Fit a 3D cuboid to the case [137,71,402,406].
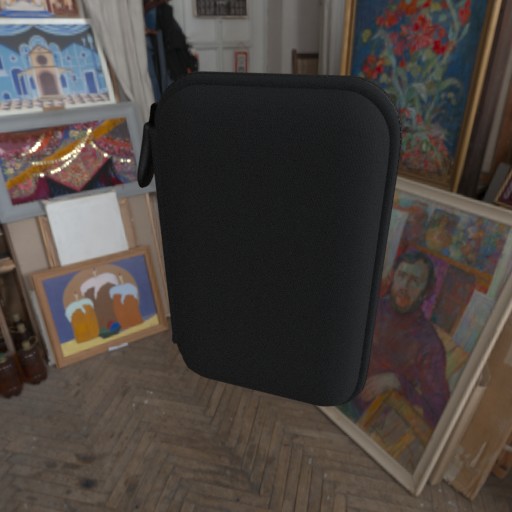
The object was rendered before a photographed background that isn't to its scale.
[{"bbox_3d":[0.000,0.000,0.192,0.107,0.147,0.030,9,28,17],"label":"case"}]
